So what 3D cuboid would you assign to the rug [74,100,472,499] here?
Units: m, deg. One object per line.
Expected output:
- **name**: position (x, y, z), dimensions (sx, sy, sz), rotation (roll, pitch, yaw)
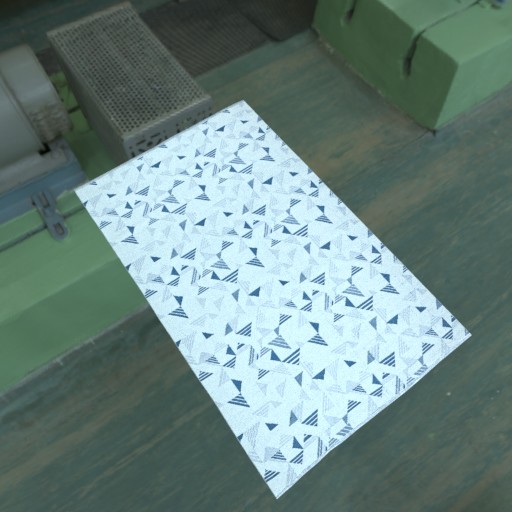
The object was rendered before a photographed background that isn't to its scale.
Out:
- **rug**: position (0.000, 0.000, 2.981), dimensions (1.512, 0.009, 2.457), rotation (-33, 68, -15)
